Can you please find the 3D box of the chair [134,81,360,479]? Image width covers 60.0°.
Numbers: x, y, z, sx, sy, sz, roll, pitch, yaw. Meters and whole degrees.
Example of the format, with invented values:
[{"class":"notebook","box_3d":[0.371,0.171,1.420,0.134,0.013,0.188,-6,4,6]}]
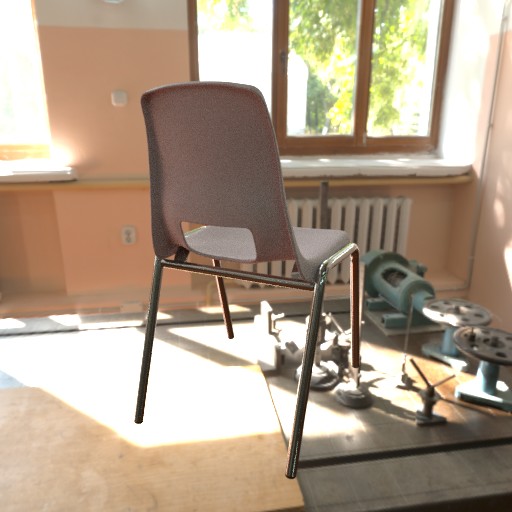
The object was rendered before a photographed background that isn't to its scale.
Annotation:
[{"class":"chair","box_3d":[0.000,0.000,0.931,0.381,0.653,0.436,8,18,25]}]
